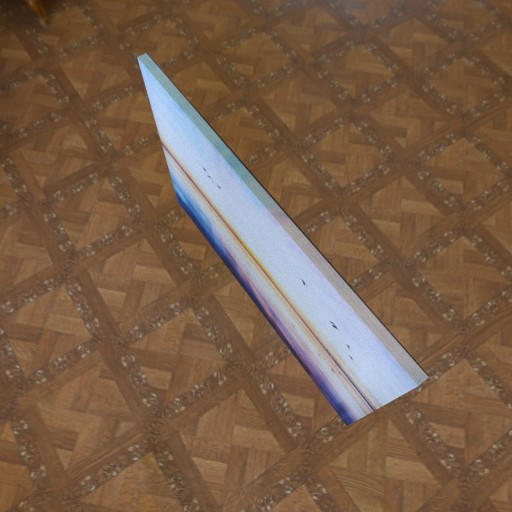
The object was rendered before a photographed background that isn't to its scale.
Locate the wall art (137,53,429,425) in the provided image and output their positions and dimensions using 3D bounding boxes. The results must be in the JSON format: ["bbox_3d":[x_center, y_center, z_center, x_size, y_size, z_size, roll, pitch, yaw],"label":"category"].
[{"bbox_3d":[0.000,0.000,1.415,0.034,0.756,1.137,-32,68,-15],"label":"wall art"}]
